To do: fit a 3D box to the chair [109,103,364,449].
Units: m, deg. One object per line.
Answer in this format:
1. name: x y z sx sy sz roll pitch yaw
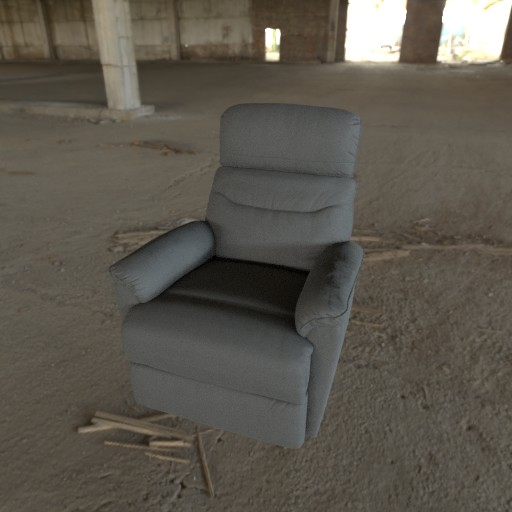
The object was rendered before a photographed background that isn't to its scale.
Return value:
1. chair: 0.000 0.000 1.741 0.820 1.037 1.004 9 28 17
